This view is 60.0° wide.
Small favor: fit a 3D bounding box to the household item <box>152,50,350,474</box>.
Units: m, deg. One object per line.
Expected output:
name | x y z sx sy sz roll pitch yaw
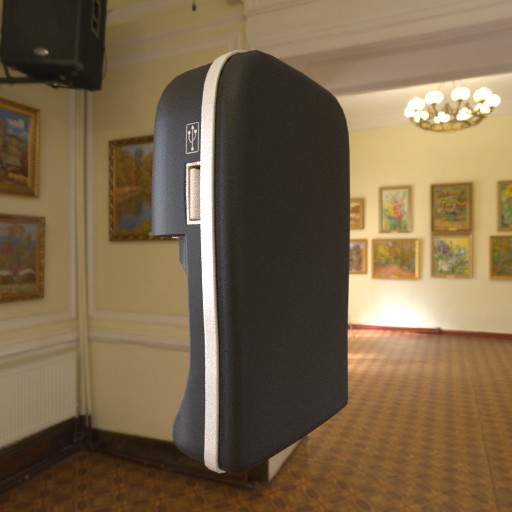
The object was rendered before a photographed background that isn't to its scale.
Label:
household item | 0.000 0.000 0.146 0.038 0.114 0.070 0 1 36
